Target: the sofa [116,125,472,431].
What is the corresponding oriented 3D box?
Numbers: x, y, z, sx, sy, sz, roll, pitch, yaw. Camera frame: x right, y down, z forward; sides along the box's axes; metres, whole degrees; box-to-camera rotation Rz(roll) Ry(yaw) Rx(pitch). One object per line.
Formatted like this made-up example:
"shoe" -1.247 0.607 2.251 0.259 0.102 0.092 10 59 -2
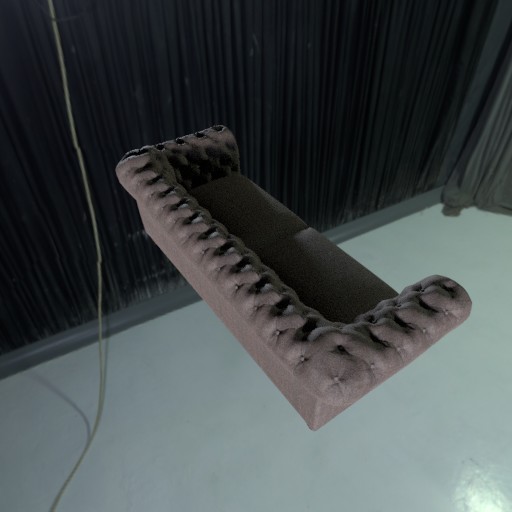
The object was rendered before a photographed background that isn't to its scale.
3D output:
"sofa" 0.000 0.000 2.861 0.944 0.787 2.385 -25 47 -26
